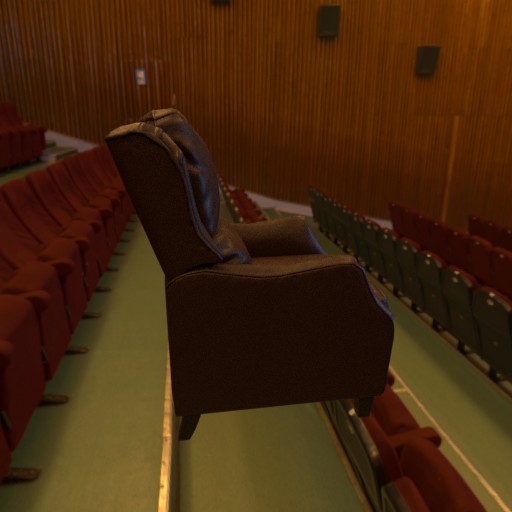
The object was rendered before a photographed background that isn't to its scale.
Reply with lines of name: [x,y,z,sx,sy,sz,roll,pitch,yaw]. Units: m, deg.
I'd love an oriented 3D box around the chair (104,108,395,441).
chair: [0.000,0.000,1.801,0.982,1.132,0.770,-3,18,-9]
